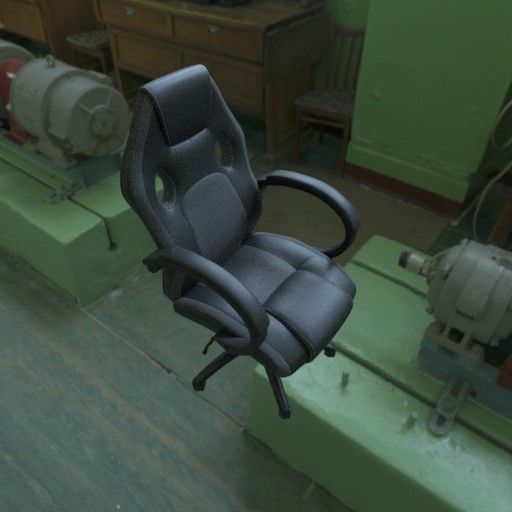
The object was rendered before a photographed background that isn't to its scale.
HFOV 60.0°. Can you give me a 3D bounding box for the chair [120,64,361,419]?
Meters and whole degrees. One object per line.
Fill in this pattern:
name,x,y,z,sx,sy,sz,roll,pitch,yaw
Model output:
chair,0.000,0.000,1.633,0.724,1.187,0.673,26,47,26
